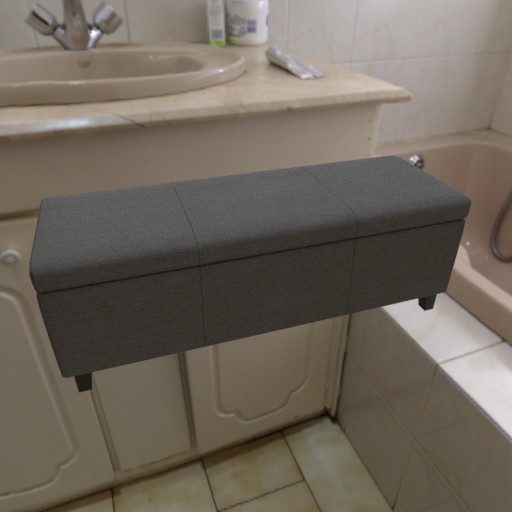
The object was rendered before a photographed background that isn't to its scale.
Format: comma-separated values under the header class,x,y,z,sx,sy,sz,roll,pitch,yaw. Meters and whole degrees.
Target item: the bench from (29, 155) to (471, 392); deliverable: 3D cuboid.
class,x,y,z,sx,sy,sz,roll,pitch,yaw
bench,0.000,0.000,1.459,1.269,0.438,0.446,-10,33,-15
